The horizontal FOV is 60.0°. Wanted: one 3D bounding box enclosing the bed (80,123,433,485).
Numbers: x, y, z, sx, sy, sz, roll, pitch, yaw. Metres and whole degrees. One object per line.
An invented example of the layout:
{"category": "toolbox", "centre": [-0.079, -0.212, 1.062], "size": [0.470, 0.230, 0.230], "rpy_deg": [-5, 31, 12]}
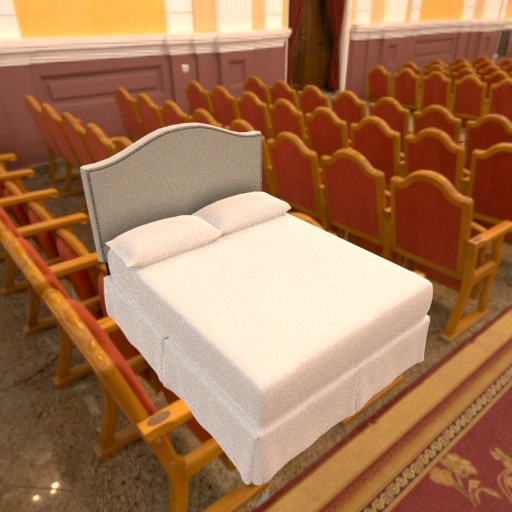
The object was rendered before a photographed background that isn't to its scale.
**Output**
{"category": "bed", "centre": [0.000, 0.000, 3.393], "size": [1.813, 1.607, 2.180], "rpy_deg": [-22, 36, -33]}
